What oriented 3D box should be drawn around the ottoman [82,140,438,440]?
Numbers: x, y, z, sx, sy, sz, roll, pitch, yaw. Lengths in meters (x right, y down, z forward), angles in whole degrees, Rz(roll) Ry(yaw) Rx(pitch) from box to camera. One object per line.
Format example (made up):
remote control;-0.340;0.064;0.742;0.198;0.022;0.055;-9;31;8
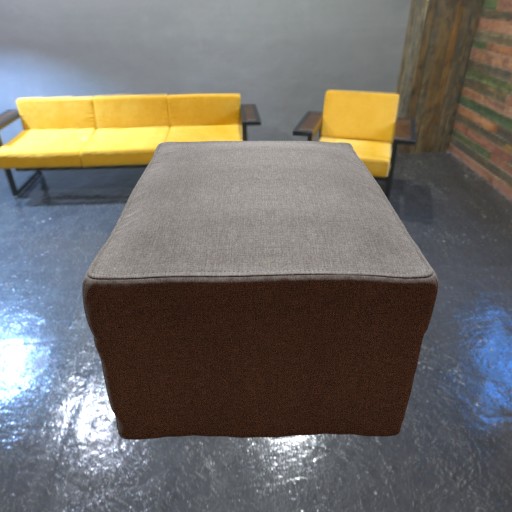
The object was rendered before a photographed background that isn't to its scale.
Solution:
ottoman;0.000;0.000;1.219;0.652;0.492;0.833;0;31;-1
